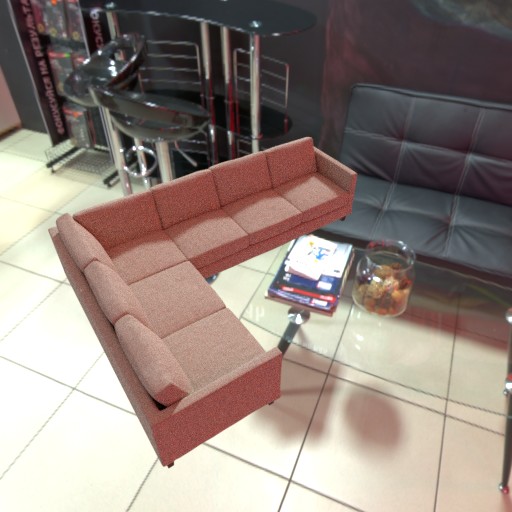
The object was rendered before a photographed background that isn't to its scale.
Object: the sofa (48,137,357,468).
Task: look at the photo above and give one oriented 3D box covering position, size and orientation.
[{"bbox_3d":[0.000,0.000,4.292,3.182,0.863,2.432,-24,47,-25],"label":"sofa"}]
